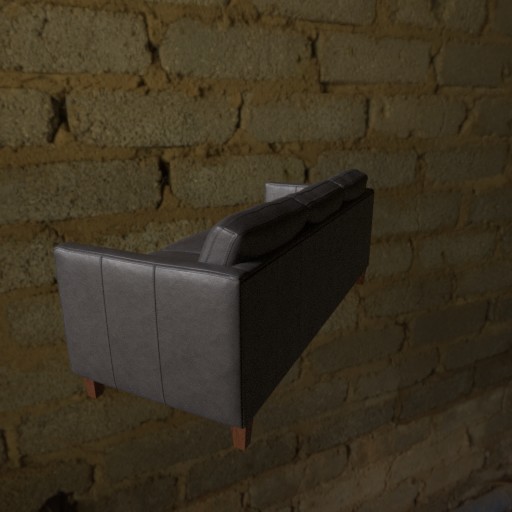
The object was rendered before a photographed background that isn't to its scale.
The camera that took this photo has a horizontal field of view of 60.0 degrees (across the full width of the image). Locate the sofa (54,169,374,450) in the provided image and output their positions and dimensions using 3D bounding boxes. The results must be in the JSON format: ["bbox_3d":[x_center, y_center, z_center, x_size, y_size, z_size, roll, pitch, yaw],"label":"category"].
[{"bbox_3d":[0.000,0.000,2.970,1.045,1.006,2.464,8,19,25],"label":"sofa"}]
